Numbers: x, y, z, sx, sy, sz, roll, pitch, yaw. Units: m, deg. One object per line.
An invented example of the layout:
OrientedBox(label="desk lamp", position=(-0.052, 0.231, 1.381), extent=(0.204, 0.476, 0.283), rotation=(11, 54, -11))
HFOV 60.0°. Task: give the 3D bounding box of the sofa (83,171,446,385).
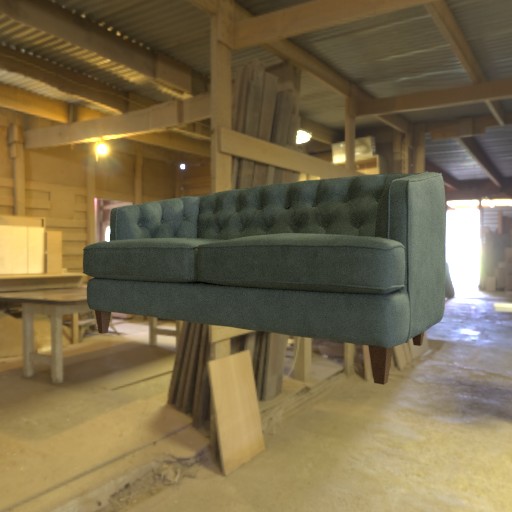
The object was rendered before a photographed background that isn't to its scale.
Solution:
OrientedBox(label="sofa", position=(0.000, 0.000, 2.266), extent=(1.733, 0.855, 0.941), rotation=(0, 1, 36))
